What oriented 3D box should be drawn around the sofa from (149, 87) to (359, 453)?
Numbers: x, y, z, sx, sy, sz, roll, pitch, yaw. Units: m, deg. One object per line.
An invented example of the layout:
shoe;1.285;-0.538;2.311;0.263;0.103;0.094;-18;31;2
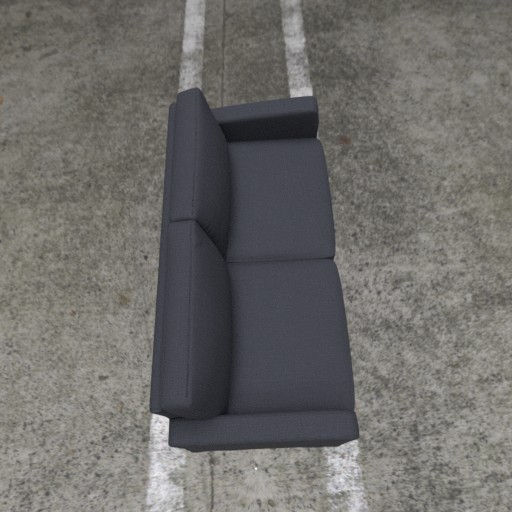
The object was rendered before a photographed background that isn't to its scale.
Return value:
sofa;0.000;0.000;2.337;0.898;0.839;1.852;-2;64;-1
